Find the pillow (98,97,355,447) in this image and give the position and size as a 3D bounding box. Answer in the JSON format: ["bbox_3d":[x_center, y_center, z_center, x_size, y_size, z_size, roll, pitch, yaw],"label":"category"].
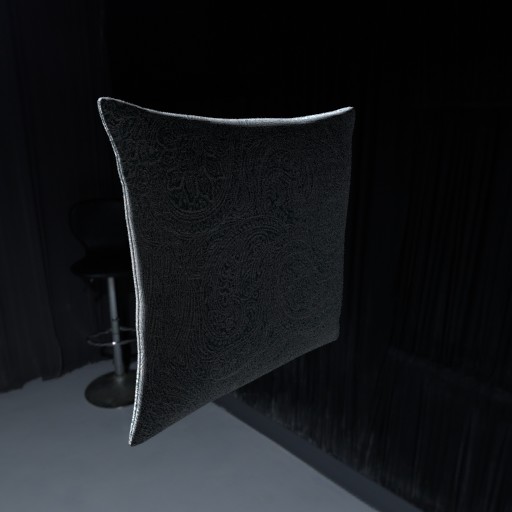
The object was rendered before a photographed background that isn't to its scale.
[{"bbox_3d":[0.000,0.000,0.777,0.526,0.507,0.166,-15,23,-41],"label":"pillow"}]
